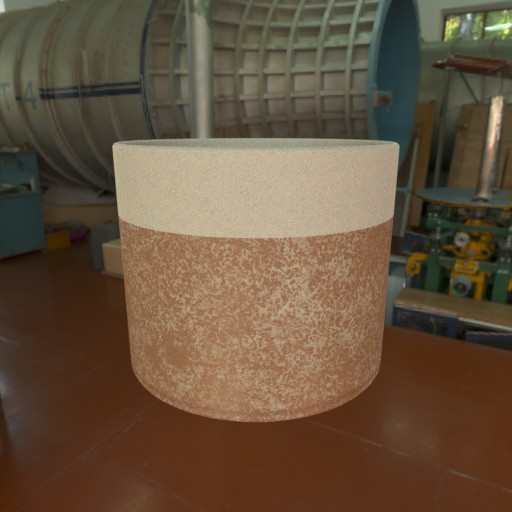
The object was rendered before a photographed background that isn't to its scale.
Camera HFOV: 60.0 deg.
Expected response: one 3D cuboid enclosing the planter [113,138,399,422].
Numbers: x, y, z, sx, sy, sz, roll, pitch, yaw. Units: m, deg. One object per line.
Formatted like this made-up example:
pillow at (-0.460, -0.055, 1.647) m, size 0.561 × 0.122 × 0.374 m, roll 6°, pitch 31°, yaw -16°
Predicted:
planter at (0.000, 0.000, 0.275) m, size 0.159 × 0.138 × 0.159 m, roll 0°, pitch 16°, yaw 0°
